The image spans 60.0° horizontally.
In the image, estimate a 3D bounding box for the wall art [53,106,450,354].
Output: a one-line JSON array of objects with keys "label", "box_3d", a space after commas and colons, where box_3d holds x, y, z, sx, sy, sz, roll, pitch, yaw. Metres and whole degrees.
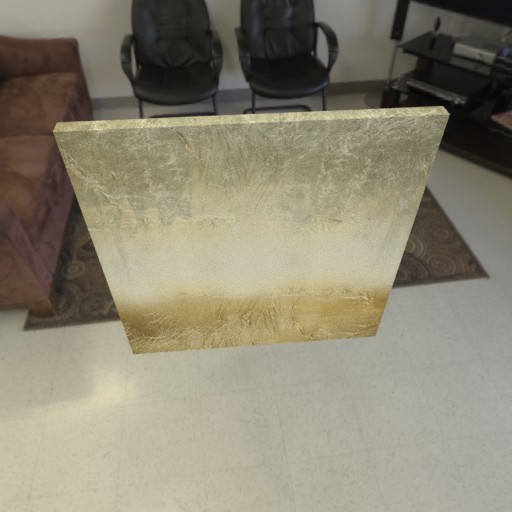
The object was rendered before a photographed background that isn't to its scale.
[{"label": "wall art", "box_3d": [0.000, 0.000, 1.622, 1.092, 1.091, 0.051, -4, 45, -4]}]
